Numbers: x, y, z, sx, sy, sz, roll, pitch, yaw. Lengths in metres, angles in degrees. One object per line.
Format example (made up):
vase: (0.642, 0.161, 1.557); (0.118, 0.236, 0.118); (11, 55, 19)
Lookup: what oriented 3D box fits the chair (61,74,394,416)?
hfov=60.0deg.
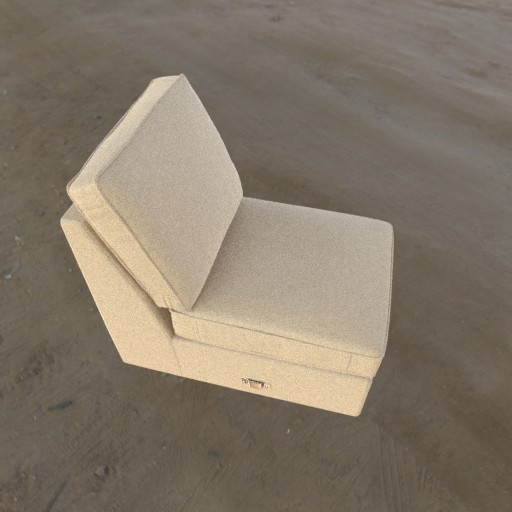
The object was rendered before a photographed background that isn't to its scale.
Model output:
chair: (0.000, 0.000, 1.539); (0.938, 0.970, 0.621); (10, 48, 10)
